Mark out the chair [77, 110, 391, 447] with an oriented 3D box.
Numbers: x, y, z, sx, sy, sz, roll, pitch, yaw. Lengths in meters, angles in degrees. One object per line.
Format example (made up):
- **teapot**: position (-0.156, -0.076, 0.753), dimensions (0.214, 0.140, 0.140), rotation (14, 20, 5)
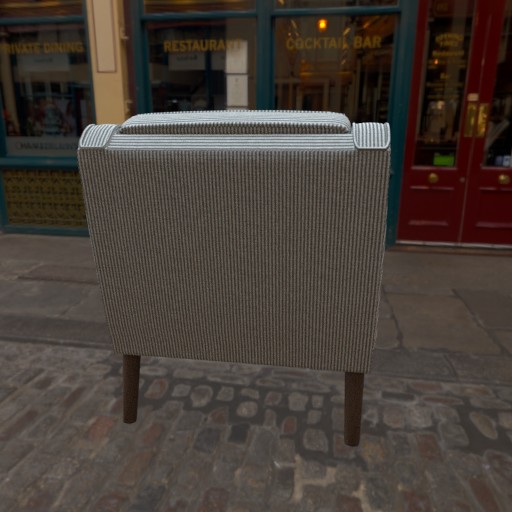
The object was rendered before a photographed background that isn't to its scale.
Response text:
- **chair**: position (0.000, 0.000, 1.316), dimensions (0.663, 0.792, 0.743), rotation (2, 15, 9)
